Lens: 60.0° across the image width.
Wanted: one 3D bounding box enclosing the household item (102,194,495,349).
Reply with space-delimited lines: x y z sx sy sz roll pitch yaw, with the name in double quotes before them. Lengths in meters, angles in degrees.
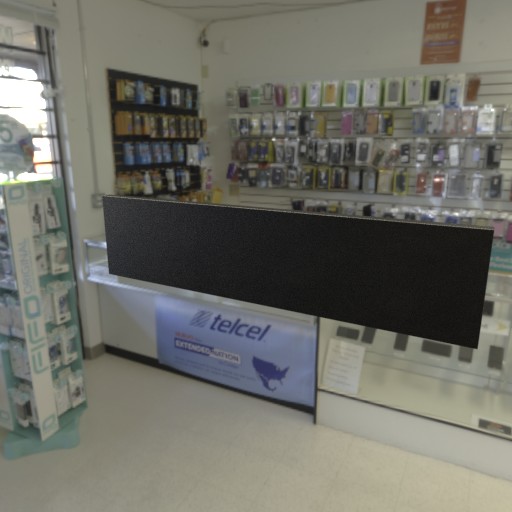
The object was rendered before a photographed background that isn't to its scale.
"household item" 0.000 0.000 1.078 1.001 0.236 0.030 8 17 29
